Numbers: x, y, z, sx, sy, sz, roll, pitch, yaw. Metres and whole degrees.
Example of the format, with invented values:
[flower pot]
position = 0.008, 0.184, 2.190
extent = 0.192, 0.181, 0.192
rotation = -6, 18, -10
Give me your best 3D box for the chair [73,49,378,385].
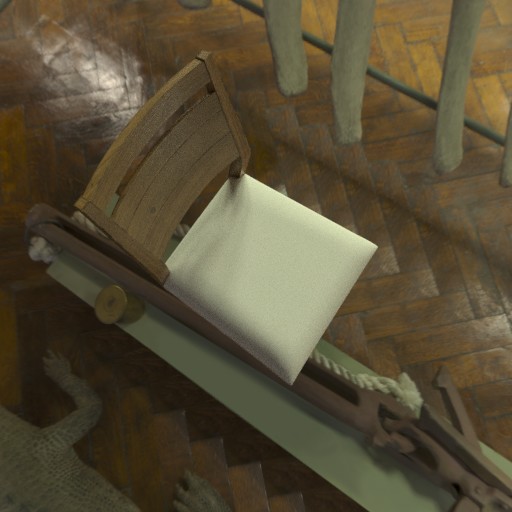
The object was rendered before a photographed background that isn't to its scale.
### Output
[chair]
position = 0.000, 0.000, 1.297
extent = 0.610, 0.939, 0.497
rotation = 33, 78, 8
